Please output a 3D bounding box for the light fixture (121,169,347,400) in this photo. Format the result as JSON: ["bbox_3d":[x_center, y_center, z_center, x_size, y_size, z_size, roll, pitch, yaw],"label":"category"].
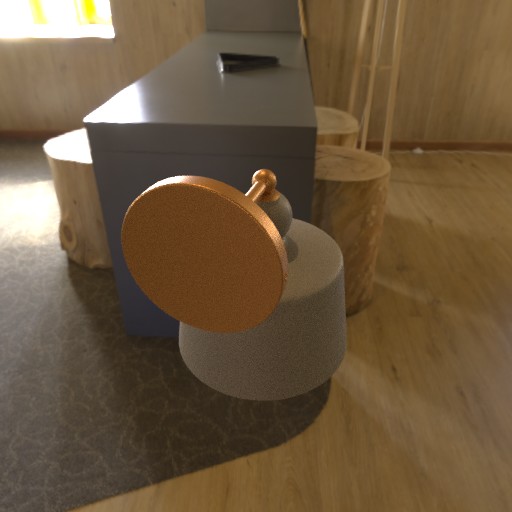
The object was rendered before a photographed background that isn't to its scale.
[{"bbox_3d":[0.000,0.000,0.454,0.204,0.268,0.254,11,35,16],"label":"light fixture"}]
